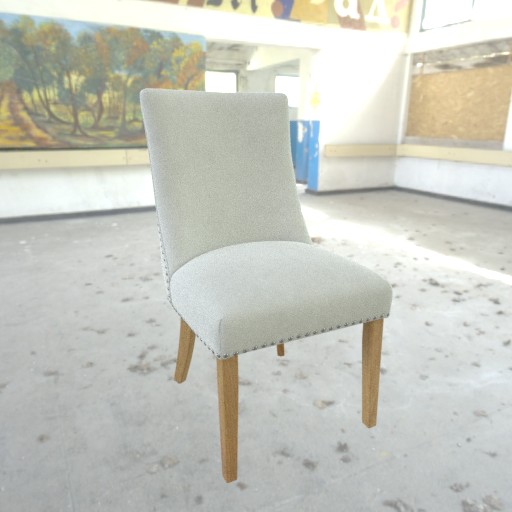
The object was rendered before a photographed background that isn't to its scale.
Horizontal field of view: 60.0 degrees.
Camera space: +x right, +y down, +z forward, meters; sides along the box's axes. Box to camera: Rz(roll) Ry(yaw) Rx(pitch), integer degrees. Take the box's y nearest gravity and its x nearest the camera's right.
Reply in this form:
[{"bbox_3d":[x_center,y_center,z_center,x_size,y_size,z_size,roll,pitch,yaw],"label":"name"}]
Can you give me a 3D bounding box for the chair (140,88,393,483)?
[{"bbox_3d":[0.000,0.000,1.247,0.495,0.902,0.610,-8,19,-26],"label":"chair"}]
